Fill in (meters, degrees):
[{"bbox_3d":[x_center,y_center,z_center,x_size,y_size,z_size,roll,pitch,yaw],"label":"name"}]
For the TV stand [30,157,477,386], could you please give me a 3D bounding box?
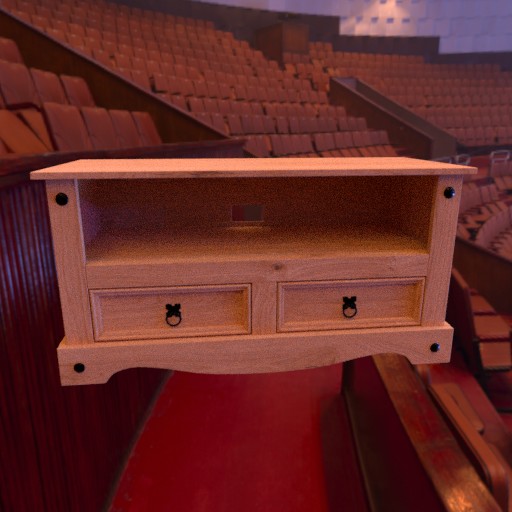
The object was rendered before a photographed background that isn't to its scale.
[{"bbox_3d":[0.000,0.000,1.340,1.080,0.550,0.440,-2,16,-6],"label":"TV stand"}]
